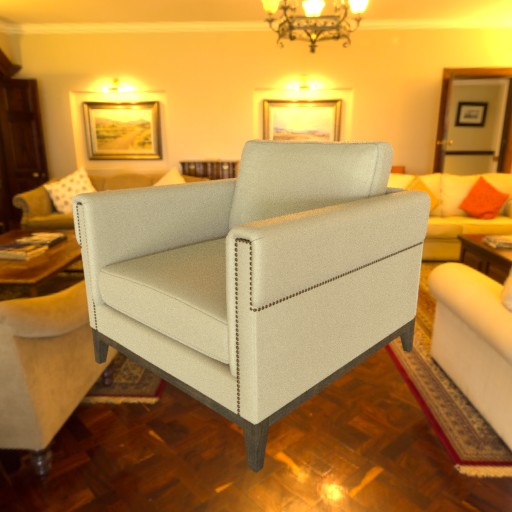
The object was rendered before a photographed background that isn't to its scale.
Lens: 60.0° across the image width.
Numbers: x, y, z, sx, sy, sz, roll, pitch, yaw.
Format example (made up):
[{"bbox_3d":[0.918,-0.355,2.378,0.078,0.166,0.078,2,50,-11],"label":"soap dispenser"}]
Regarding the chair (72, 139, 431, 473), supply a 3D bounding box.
[{"bbox_3d":[0.000,0.000,1.666,0.914,0.838,0.959,14,21,41],"label":"chair"}]
